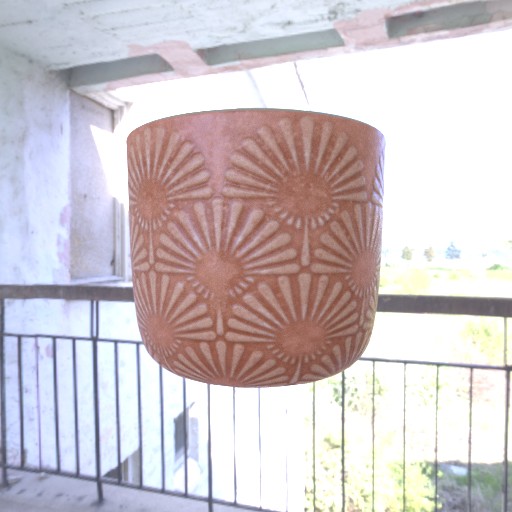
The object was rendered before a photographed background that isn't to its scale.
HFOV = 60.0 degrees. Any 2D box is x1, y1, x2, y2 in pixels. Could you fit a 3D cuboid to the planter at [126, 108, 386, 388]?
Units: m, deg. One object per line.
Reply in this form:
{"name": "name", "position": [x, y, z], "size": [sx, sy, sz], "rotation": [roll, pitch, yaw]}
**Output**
{"name": "planter", "position": [0.000, 0.000, 0.221], "size": [0.124, 0.109, 0.124], "rotation": [0, 1, 0]}
